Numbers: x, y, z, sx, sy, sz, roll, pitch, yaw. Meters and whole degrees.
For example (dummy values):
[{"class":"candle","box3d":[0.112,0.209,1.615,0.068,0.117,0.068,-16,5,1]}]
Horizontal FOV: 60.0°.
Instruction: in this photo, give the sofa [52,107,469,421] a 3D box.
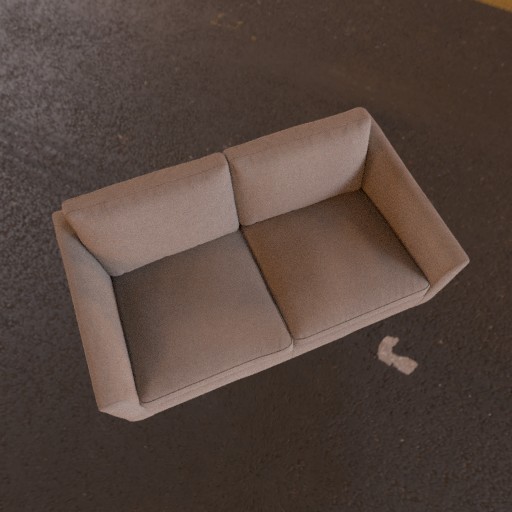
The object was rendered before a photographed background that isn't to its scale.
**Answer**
[{"class":"sofa","box3d":[0.000,0.000,2.471,1.905,0.839,1.091,-20,65,-10]}]
